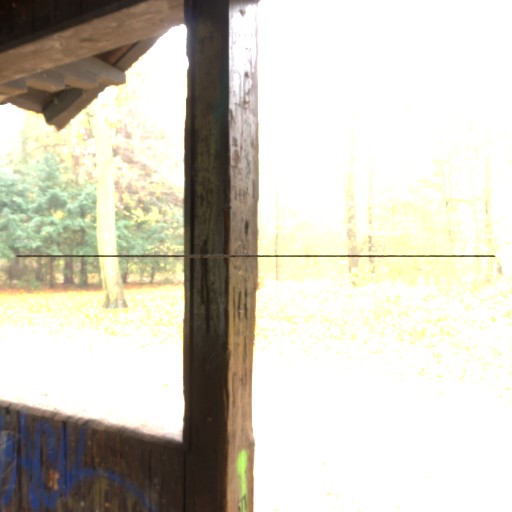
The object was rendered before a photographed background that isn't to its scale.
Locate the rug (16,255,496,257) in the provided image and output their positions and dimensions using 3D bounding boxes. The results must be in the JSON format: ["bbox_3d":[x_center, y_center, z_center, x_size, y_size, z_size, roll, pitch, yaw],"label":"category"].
[{"bbox_3d":[0.000,0.000,3.003,2.435,0.011,1.517,0,0,0],"label":"rug"}]
